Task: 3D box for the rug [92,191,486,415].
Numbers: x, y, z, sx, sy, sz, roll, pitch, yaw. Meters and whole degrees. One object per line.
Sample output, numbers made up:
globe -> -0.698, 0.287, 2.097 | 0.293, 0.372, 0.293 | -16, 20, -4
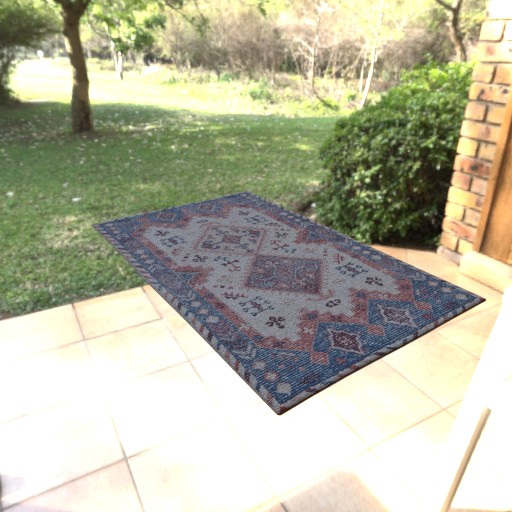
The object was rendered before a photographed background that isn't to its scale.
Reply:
rug -> 0.000, 0.000, 3.059 | 1.521, 0.023, 2.464 | -17, 31, -31
